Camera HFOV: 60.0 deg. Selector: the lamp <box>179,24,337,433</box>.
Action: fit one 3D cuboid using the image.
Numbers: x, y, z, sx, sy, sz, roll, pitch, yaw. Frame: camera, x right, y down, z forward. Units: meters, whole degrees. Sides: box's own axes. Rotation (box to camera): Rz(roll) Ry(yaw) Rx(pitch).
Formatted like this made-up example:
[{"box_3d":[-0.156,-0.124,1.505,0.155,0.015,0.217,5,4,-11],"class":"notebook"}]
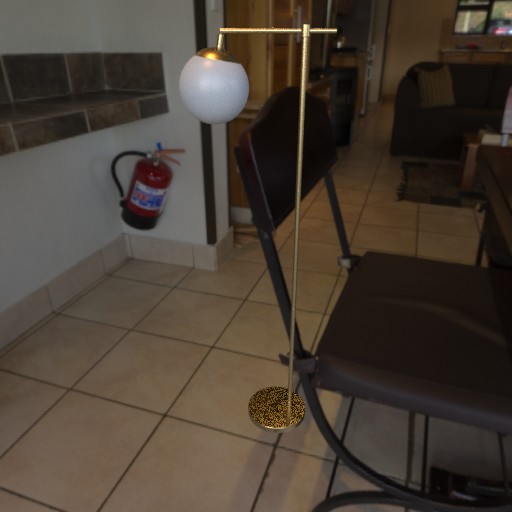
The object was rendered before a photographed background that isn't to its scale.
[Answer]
[{"box_3d":[0.000,0.000,1.626,0.476,1.505,0.249,0,25,0],"class":"lamp"}]
